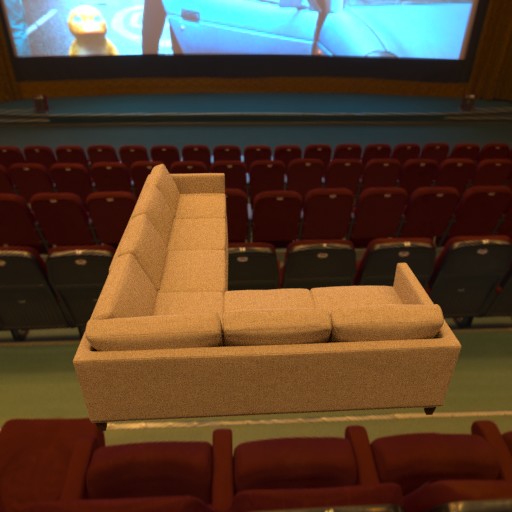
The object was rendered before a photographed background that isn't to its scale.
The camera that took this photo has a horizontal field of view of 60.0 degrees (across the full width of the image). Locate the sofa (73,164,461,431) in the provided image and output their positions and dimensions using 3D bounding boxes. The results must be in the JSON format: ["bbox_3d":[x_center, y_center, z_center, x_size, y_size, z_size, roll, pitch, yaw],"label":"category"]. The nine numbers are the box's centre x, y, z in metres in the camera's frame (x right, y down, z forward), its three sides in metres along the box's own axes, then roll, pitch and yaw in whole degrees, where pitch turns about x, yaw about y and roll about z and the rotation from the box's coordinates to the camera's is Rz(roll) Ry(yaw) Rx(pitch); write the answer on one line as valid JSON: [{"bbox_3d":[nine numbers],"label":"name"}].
[{"bbox_3d":[0.000,0.000,4.202,2.432,0.863,3.182,-2,31,-3],"label":"sofa"}]
